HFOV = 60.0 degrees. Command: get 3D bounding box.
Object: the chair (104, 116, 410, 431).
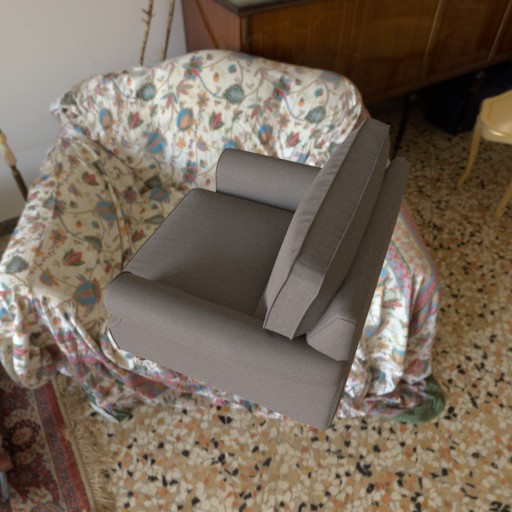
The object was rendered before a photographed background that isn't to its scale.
[{"bbox_3d":[0.000,0.000,1.790,0.966,0.967,1.029,17,49,16],"label":"chair"}]
